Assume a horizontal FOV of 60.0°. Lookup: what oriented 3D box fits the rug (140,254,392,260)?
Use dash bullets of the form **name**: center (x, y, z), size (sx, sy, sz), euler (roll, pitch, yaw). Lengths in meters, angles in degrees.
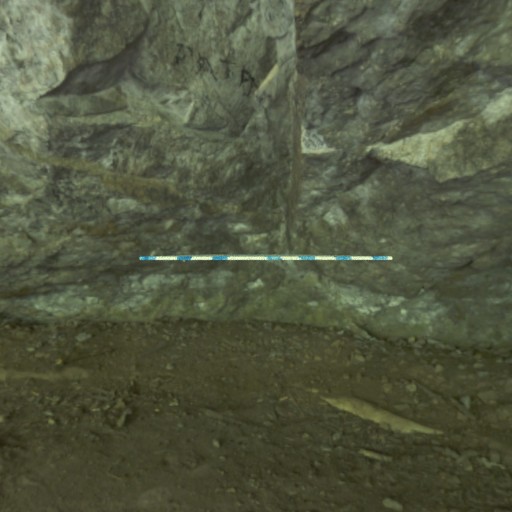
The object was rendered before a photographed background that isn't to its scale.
- **rug**: center (0.000, 0.000, 1.622), size (0.503, 0.007, 1.492), euler (0, 0, -2)
